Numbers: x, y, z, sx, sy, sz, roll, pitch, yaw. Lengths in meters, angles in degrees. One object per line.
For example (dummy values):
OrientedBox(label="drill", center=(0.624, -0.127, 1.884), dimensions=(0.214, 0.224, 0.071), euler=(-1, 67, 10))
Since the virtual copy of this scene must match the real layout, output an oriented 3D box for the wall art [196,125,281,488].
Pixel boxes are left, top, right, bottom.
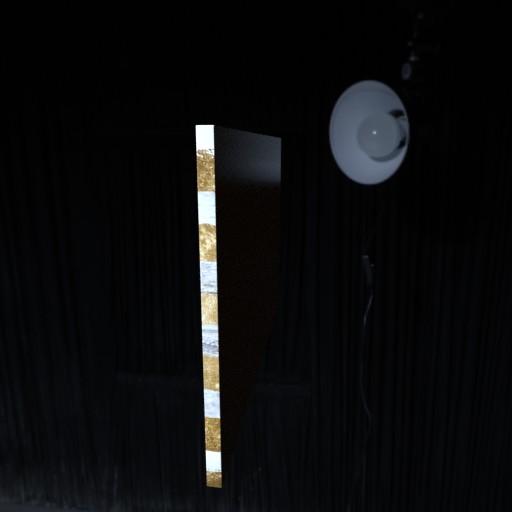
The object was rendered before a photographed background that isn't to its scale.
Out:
OrientedBox(label="wall art", center=(0.000, 0.000, 1.153), dimensions=(0.027, 0.610, 0.932), euler=(2, 14, 9))
